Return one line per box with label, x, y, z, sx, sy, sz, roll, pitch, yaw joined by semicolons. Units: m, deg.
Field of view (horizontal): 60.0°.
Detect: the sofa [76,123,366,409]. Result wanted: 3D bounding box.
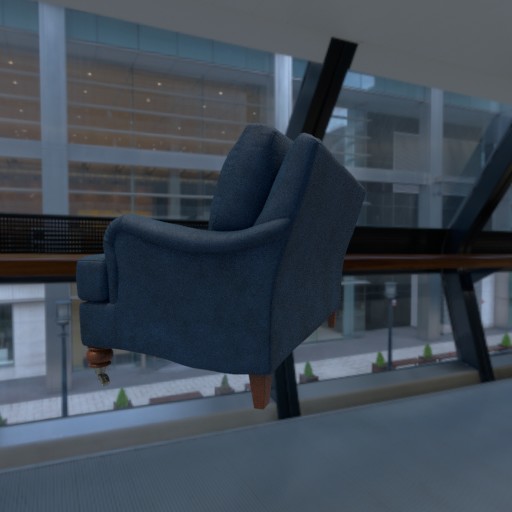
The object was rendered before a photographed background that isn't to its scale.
sofa;0.000;0.000;2.580;1.084;1.101;1.853;1;2;19
